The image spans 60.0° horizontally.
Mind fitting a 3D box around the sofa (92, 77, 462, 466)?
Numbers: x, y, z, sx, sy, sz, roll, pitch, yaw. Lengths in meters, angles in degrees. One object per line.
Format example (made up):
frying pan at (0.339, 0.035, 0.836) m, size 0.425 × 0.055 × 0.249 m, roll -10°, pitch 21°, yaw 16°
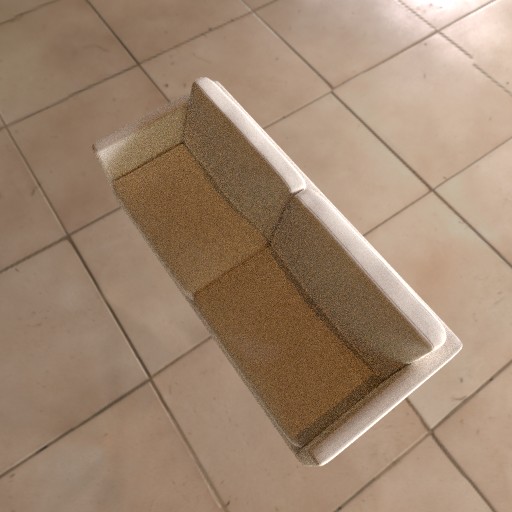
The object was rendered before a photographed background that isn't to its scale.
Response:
sofa at (0.000, 0.000, 2.578) m, size 0.924 × 0.933 × 2.139 m, roll -33°, pitch 69°, yaw -14°
